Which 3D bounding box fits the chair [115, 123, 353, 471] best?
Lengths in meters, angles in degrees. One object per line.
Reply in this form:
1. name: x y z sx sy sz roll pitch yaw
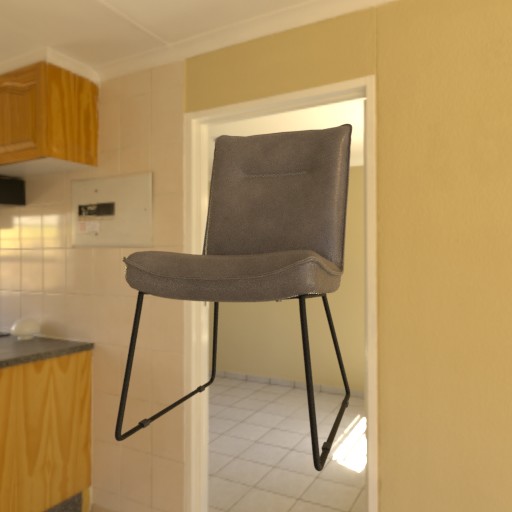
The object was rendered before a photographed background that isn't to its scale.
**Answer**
1. chair: 0.000 0.000 1.333 0.515 0.932 0.688 0 -1 18
